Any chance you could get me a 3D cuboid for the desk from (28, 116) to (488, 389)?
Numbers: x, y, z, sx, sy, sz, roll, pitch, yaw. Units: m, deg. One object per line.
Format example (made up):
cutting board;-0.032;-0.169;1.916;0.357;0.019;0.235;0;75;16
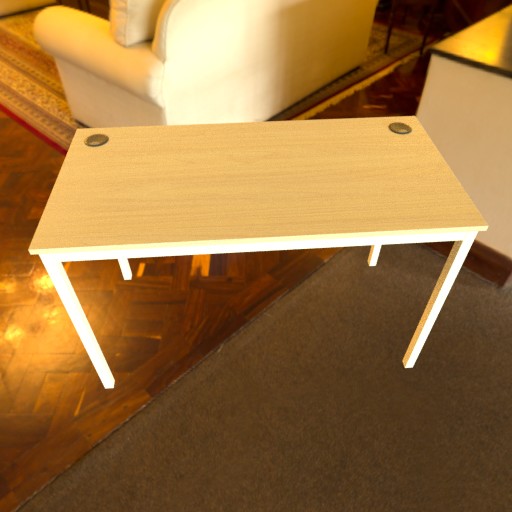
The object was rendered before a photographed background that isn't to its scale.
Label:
desk;0.000;0.000;1.626;1.200;0.750;0.600;-3;46;-3
